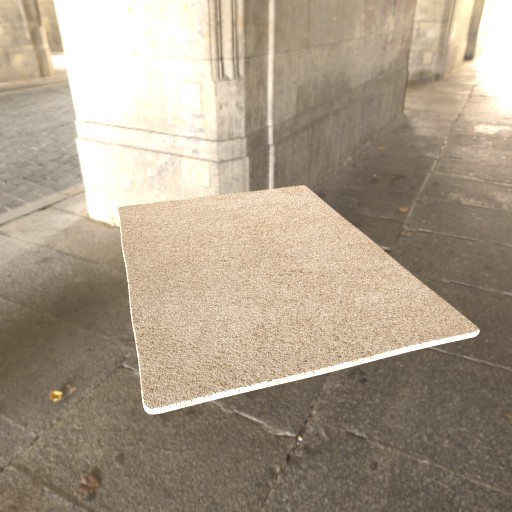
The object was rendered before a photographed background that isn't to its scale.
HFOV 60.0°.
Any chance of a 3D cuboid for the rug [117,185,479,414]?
[{"bbox_3d":[0.000,0.000,2.108,1.199,0.025,1.600,-9,30,-16],"label":"rug"}]
